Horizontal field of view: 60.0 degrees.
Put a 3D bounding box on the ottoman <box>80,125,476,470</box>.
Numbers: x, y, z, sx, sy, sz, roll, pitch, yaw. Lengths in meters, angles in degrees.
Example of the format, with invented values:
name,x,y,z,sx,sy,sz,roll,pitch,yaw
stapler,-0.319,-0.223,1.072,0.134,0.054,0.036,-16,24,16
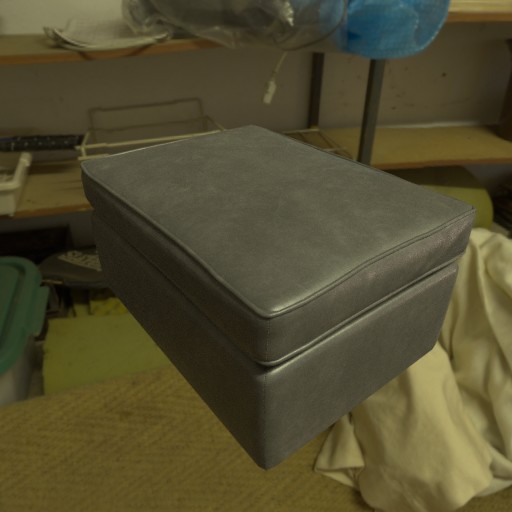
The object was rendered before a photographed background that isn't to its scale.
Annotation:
name,x,y,z,sx,sy,sz,roll,pitch,yaw
ottoman,0.000,0.000,1.074,0.554,0.445,0.756,-22,39,-31
